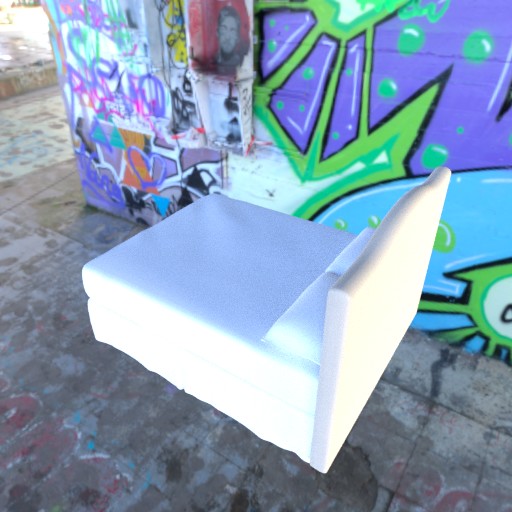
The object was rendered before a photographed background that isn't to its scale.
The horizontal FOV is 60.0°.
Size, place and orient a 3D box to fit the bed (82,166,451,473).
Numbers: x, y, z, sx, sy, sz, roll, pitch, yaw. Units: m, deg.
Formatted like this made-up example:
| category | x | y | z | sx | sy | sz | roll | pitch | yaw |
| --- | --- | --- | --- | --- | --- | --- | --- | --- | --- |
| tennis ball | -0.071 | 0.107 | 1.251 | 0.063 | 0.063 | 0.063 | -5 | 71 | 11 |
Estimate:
| category | x | y | z | sx | sy | sz | roll | pitch | yaw |
| --- | --- | --- | --- | --- | --- | --- | --- | --- | --- |
| bed | 0.000 | 0.000 | 3.166 | 2.052 | 1.398 | 1.678 | 20 | 37 | 28 |
